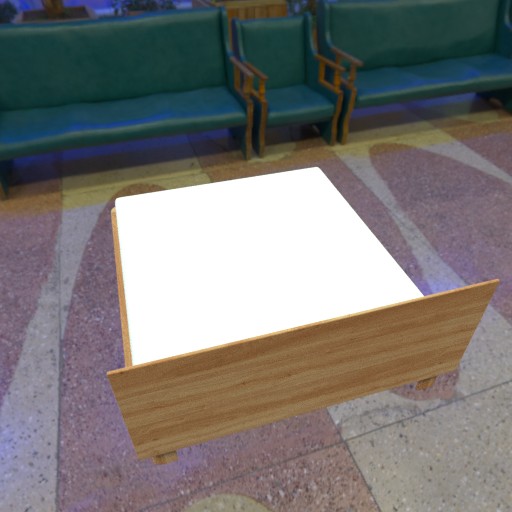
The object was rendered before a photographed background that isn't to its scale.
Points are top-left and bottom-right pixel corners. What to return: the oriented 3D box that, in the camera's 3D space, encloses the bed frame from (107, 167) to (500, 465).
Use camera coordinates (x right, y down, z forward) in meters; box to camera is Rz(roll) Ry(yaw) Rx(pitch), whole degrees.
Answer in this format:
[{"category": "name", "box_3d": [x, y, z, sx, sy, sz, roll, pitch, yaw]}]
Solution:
[{"category": "bed frame", "box_3d": [0.000, 0.000, 3.033, 1.872, 0.940, 2.092, -11, 42, -13]}]
